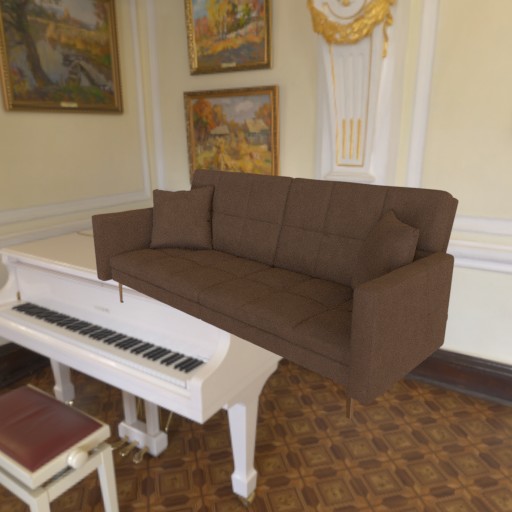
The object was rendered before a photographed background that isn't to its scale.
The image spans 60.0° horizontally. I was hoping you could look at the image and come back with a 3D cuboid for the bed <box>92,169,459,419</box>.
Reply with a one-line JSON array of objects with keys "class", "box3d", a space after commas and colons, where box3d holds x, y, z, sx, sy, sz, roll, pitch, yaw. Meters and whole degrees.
[{"class": "bed", "box3d": [0.000, 0.000, 2.344, 1.905, 0.787, 0.889, 15, 21, 42]}]
